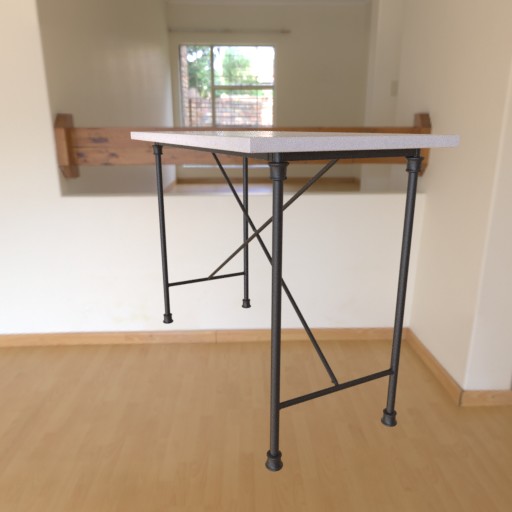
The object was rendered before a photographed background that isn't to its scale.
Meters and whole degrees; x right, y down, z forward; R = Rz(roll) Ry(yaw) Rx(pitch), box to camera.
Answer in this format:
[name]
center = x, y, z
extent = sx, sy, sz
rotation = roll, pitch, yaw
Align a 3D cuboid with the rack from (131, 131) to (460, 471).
[rack]
center = 0.000, 0.000, 1.643
extent = 0.613, 0.880, 1.159
rotation = -8, 18, -26
